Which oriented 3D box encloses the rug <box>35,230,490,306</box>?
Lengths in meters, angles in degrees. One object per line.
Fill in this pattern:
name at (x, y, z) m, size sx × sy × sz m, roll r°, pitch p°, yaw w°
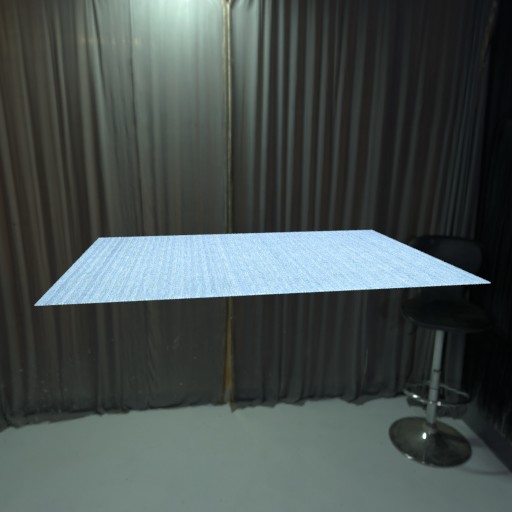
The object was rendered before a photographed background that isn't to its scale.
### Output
rug at (0.000, 0.000, 3.727) m, size 2.895 × 0.006 × 1.982 m, roll -2°, pitch 14°, yaw -9°
